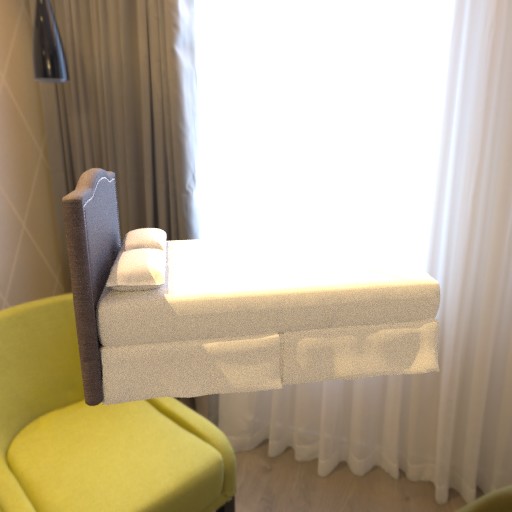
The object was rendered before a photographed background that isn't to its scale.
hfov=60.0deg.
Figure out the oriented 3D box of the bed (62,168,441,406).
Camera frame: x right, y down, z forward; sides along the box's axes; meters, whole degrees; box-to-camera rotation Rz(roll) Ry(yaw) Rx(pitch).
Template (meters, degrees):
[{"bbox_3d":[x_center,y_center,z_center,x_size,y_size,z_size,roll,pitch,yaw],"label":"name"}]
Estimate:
[{"bbox_3d":[0.000,0.000,3.628,2.507,1.441,1.741,-3,16,-10],"label":"bed"}]
